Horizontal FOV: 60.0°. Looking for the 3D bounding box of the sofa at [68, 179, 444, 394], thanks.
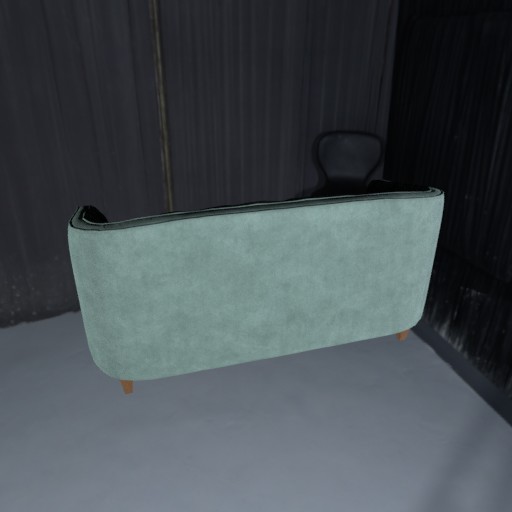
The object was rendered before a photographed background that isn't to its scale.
[{"bbox_3d":[0.000,0.000,2.324,1.733,0.855,0.941,-7,27,-15],"label":"sofa"}]
